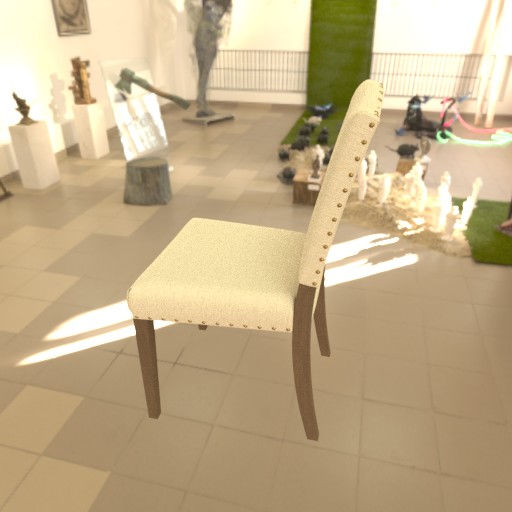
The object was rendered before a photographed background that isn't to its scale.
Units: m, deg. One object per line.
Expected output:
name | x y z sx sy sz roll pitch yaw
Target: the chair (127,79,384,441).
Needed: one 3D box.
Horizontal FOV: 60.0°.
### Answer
chair | 0.000 0.000 1.344 0.619 1.015 0.508 7 30 12
